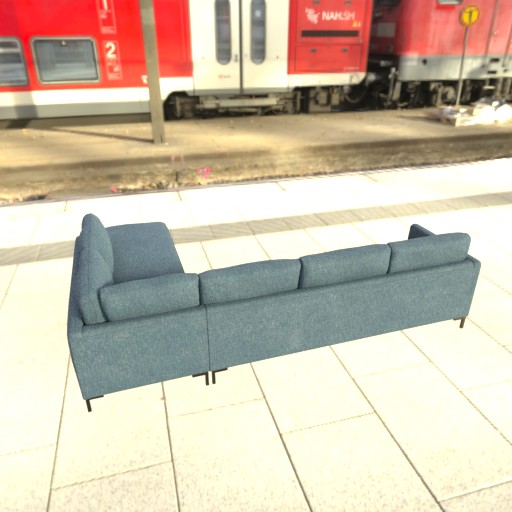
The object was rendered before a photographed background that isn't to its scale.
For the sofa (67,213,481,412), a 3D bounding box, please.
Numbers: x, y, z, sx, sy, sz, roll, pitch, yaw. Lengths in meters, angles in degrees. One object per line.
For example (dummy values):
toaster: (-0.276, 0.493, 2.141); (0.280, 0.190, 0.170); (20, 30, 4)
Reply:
sofa: (0.000, 0.000, 3.826); (2.949, 0.815, 2.007); (-8, 28, -16)
